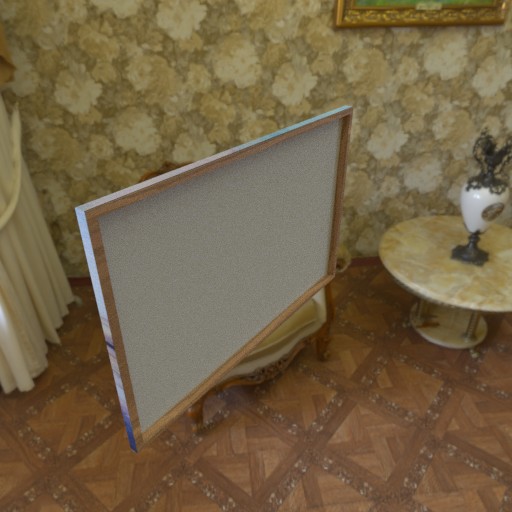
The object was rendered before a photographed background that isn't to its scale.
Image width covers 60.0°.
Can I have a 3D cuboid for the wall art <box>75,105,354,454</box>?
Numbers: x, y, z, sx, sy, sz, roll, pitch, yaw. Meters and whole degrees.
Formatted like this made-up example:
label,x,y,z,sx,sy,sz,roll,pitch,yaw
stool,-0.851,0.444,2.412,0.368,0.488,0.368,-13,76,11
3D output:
label,x,y,z,sx,sy,sz,roll,pitch,yaw
wall art,0.000,0.000,1.453,0.034,0.756,1.137,22,37,32
